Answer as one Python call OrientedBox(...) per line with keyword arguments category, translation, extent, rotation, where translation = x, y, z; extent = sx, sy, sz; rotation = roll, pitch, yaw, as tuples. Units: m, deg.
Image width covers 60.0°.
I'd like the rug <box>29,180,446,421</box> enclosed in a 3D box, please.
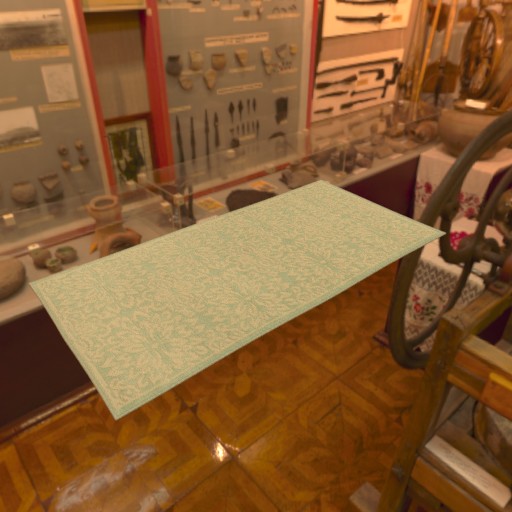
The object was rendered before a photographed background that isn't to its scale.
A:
OrientedBox(category="rug", translation=(0.000, 0.000, 1.416), extent=(1.219, 0.007, 0.604), rotation=(-24, 39, -32))
